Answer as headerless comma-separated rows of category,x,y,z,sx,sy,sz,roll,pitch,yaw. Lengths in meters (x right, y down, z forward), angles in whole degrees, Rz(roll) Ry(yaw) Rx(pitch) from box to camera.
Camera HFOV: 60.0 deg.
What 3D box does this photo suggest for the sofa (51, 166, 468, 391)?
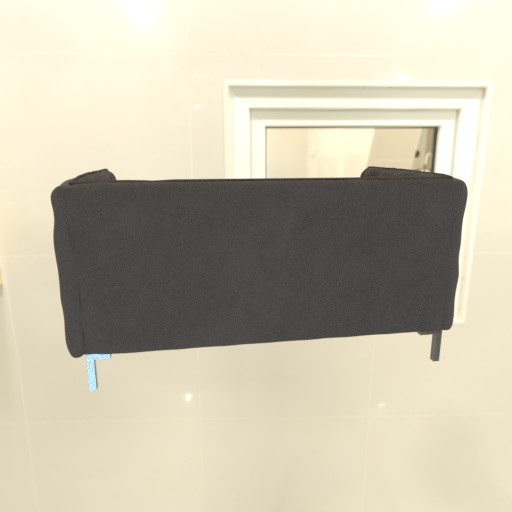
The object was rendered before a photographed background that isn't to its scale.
sofa,0.000,0.000,2.117,1.583,0.810,0.909,-2,14,-9
